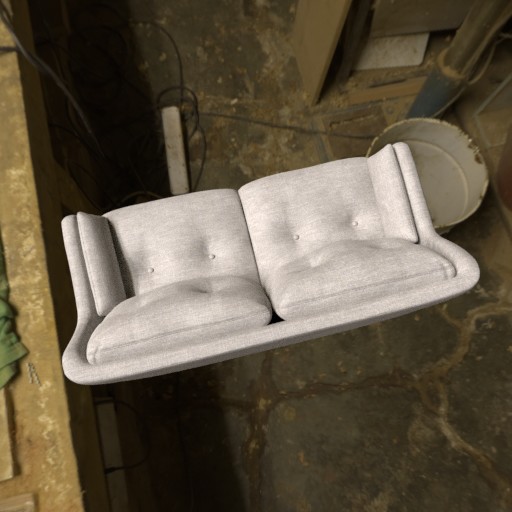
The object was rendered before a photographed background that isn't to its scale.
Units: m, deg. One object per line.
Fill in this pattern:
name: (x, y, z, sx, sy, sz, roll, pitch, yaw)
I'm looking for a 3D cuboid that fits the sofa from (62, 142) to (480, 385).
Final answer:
sofa: (0.000, 0.000, 2.388, 1.930, 0.897, 0.976, -13, 76, -3)
